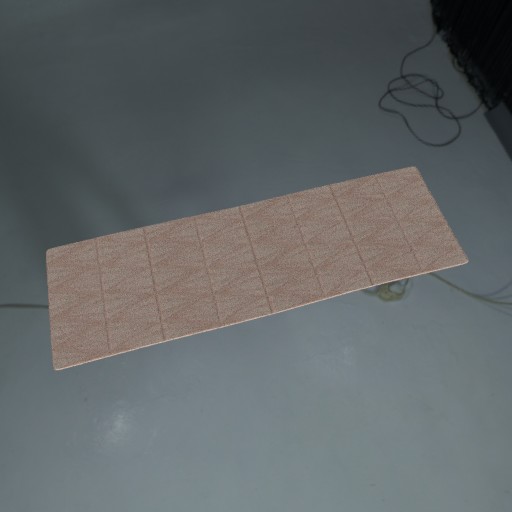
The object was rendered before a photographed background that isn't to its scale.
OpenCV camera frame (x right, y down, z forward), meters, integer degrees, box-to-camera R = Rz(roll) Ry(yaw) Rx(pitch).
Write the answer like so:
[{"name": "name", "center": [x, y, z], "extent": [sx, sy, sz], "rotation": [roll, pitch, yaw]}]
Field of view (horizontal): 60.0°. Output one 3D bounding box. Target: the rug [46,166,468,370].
[{"name": "rug", "center": [0.000, 0.000, 2.663], "extent": [2.435, 0.015, 0.760], "rotation": [-14, 63, -7]}]
